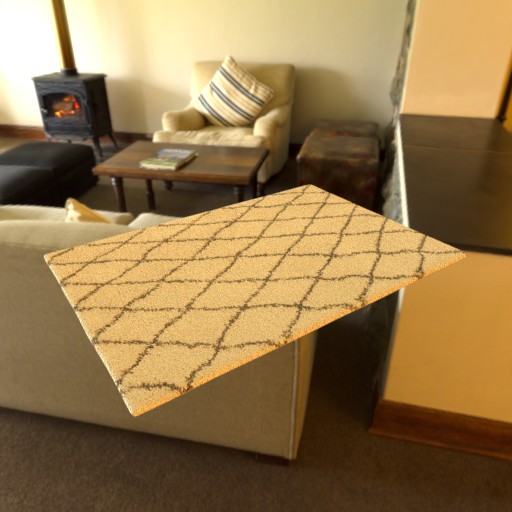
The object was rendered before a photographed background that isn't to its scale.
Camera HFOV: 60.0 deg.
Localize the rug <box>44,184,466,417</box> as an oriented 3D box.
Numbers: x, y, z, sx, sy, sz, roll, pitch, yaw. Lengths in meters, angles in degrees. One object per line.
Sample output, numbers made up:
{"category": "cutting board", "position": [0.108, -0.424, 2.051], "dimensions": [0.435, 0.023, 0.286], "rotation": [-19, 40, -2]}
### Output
{"category": "rug", "position": [0.000, 0.000, 2.252], "dimensions": [1.778, 0.030, 1.219], "rotation": [-19, 35, -30]}
